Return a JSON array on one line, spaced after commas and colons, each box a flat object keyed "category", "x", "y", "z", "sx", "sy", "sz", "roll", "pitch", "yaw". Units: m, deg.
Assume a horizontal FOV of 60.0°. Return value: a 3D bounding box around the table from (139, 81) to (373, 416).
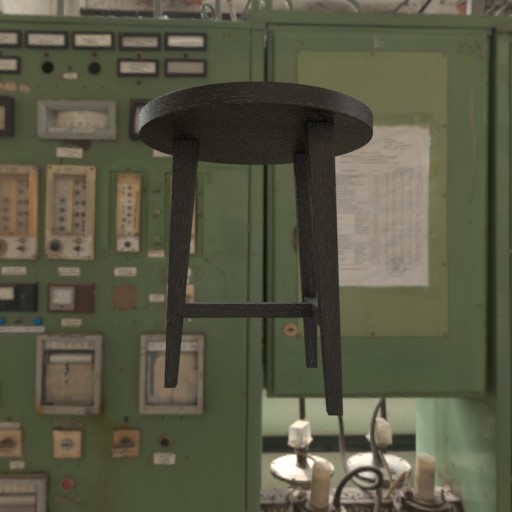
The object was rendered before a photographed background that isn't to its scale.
[{"category": "table", "x": 0.000, "y": 0.000, "z": 0.782, "sx": 0.399, "sy": 0.460, "sz": 0.399, "roll": 0, "pitch": 0, "yaw": 0}]
